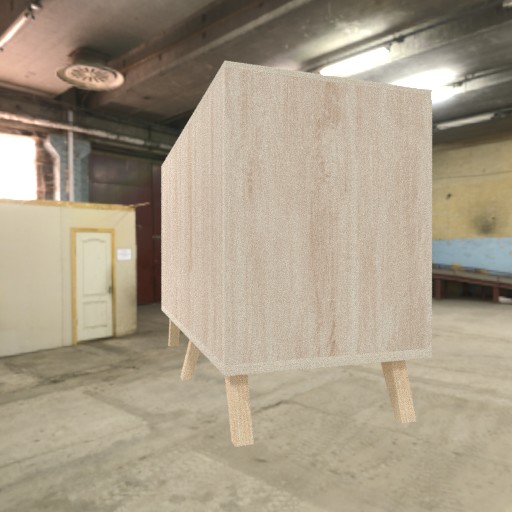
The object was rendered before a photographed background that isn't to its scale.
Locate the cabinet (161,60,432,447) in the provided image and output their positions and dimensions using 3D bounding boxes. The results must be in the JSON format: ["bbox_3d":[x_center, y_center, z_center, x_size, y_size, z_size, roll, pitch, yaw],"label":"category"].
[{"bbox_3d":[0.000,0.000,1.486,0.500,0.780,1.110,0,0,-18],"label":"cabinet"}]
